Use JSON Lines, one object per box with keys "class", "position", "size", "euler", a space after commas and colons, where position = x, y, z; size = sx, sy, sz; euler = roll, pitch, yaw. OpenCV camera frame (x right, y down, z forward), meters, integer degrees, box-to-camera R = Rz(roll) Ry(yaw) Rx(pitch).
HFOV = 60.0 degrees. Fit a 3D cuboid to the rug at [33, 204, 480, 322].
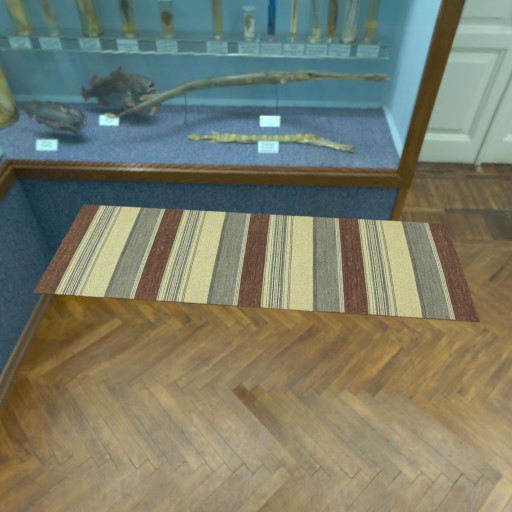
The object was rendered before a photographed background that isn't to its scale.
{"class": "rug", "position": [0.000, 0.000, 2.688], "size": [2.437, 0.006, 0.792], "euler": [3, 45, 3]}
